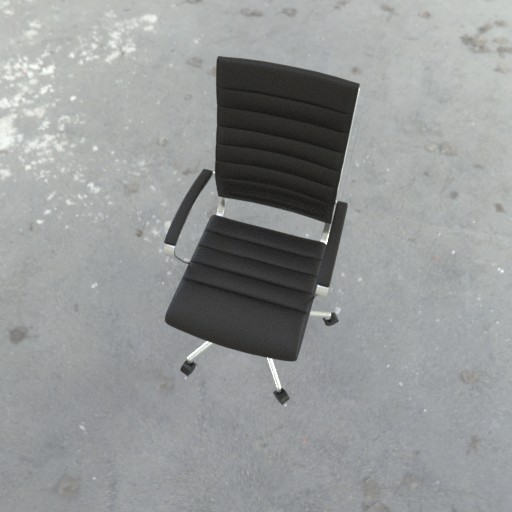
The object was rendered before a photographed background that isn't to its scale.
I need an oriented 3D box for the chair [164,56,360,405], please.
[{"bbox_3d":[0.000,0.000,1.647,0.766,1.149,0.739,15,60,9],"label":"chair"}]
